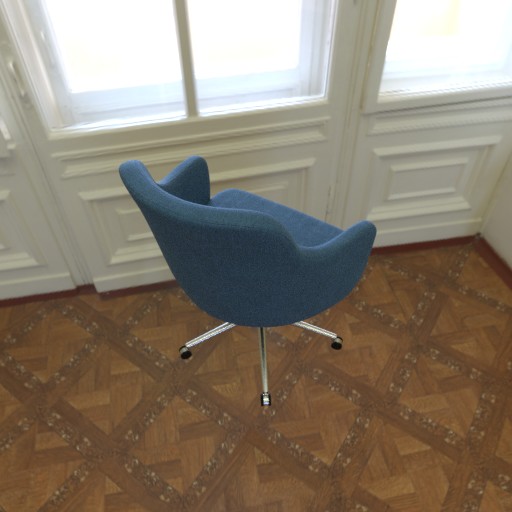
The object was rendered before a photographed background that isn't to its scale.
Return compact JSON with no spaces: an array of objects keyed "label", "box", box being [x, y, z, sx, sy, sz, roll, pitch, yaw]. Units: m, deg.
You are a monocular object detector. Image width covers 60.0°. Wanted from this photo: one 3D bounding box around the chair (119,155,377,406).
[{"label":"chair","box":[0.000,0.000,1.308,0.599,0.820,0.655,25,51,22]}]
